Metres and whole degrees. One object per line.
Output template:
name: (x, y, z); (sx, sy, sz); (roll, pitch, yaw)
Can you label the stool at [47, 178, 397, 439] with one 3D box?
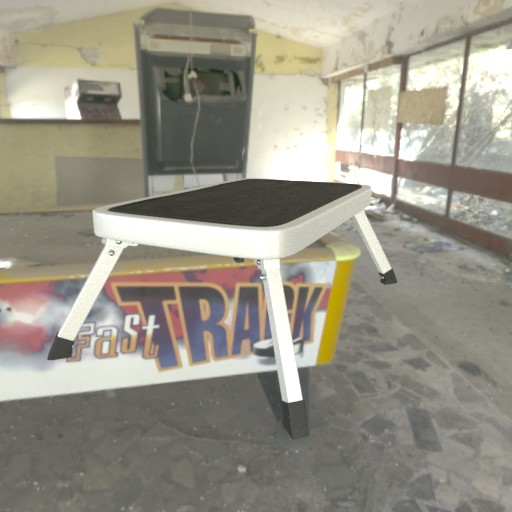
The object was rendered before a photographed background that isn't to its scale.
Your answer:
stool: (0.000, 0.000, 0.613); (0.320, 0.170, 0.460); (8, 18, 25)
